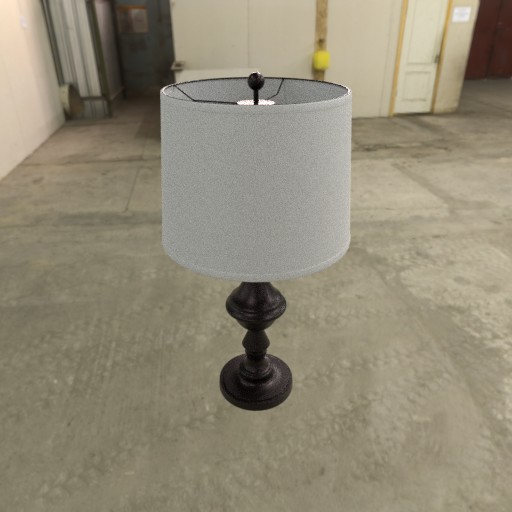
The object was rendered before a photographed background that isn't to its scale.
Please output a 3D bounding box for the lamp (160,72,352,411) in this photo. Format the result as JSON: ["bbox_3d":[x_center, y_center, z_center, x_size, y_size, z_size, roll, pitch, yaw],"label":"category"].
[{"bbox_3d":[0.000,0.000,0.943,0.383,0.726,0.383,0,29,0],"label":"lamp"}]
